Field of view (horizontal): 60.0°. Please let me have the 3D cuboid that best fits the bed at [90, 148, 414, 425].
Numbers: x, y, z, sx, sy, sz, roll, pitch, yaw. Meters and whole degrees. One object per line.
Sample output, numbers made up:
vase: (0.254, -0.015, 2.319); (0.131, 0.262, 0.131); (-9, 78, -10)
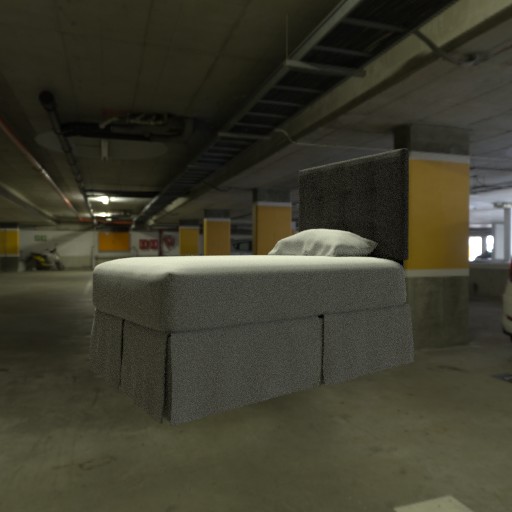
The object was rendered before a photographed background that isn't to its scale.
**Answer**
bed: (0.000, 0.000, 3.120); (1.997, 1.571, 1.261); (-1, 1, -37)
